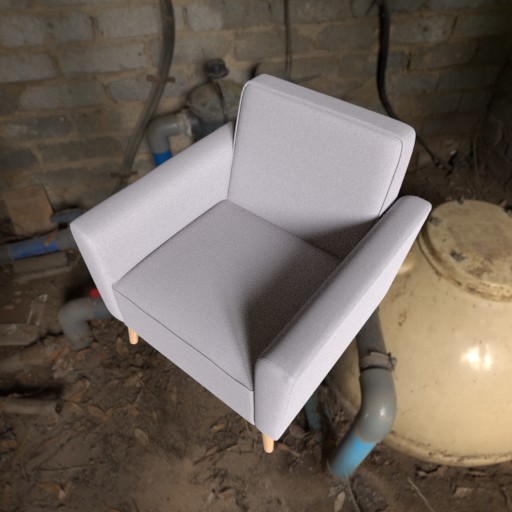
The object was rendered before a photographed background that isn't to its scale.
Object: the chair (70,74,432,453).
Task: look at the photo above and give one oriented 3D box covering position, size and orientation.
[{"bbox_3d":[0.000,0.000,1.409,0.780,0.780,0.750,30,54,25],"label":"chair"}]
